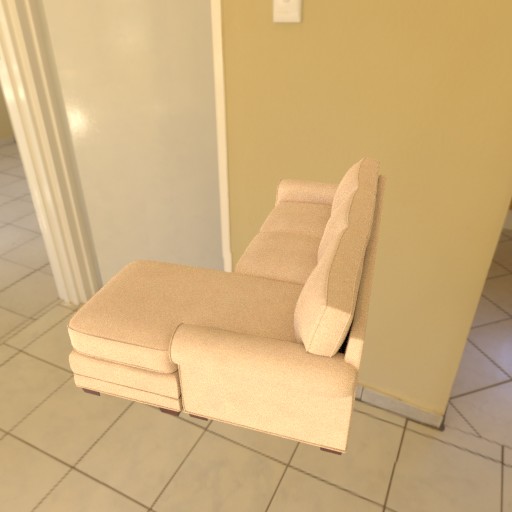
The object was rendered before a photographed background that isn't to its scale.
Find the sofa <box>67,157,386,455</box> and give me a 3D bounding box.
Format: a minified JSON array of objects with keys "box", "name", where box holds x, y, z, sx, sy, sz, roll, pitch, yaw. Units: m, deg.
[{"box":[0.000,0.000,2.383,1.226,0.734,1.770,9,32,14],"name":"sofa"}]
